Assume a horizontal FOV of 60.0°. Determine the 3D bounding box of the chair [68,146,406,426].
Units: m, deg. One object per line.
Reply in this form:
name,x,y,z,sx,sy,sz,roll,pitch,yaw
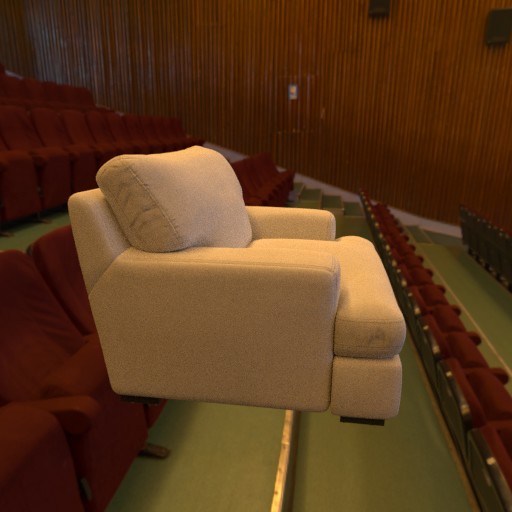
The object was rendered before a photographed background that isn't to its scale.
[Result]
chair,0.000,0.000,1.996,1.158,0.930,1.140,2,16,8
